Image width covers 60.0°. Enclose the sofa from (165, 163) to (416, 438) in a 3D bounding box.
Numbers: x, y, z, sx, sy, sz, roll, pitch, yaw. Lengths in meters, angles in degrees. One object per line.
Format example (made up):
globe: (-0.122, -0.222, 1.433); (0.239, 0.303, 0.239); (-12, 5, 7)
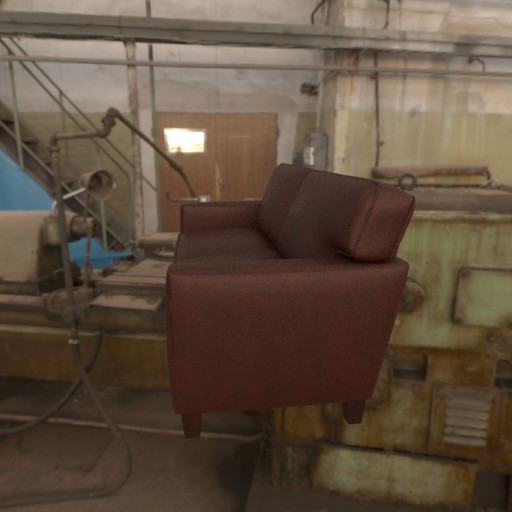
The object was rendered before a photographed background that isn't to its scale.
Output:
sofa: (0.000, 0.000, 2.401); (0.912, 0.928, 1.876); (-2, 14, -8)
